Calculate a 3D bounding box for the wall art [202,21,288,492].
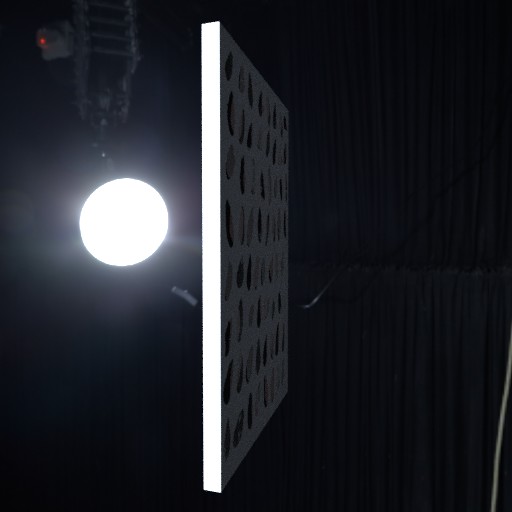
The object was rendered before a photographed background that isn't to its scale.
[{"bbox_3d":[0.000,0.000,0.768,0.025,0.608,0.405,1,2,17],"label":"wall art"}]
